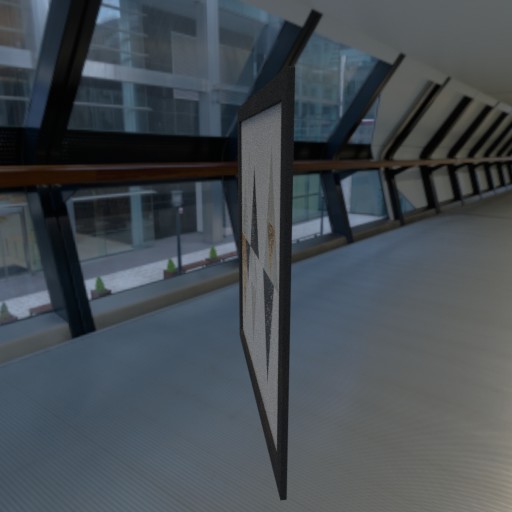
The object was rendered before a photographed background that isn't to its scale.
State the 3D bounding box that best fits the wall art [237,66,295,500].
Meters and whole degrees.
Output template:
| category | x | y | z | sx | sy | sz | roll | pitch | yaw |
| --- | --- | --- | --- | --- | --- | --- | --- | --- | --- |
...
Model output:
| category | x | y | z | sx | sy | sz | roll | pitch | yaw |
| --- | --- | --- | --- | --- | --- | --- | --- | --- | --- |
| wall art | 0.000 | 0.000 | 1.201 | 0.013 | 0.823 | 0.823 | -2 | 14 | -8 |
